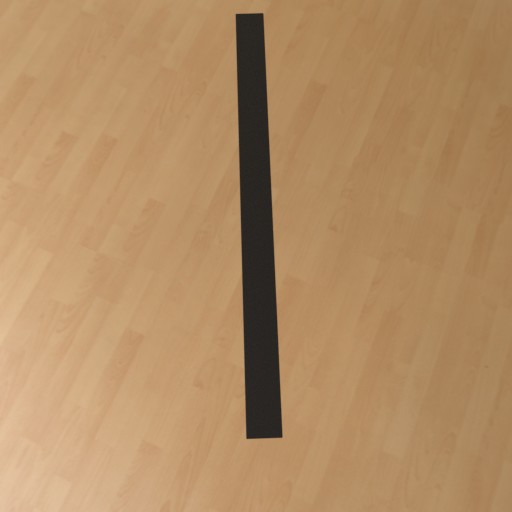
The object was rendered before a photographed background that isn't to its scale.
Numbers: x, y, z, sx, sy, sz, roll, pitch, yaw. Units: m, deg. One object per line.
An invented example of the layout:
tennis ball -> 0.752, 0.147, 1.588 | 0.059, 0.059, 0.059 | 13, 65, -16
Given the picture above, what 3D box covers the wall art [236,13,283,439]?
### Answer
wall art -> 0.000, 0.000, 0.743 | 0.036, 0.503, 0.506 | -2, 75, 0
